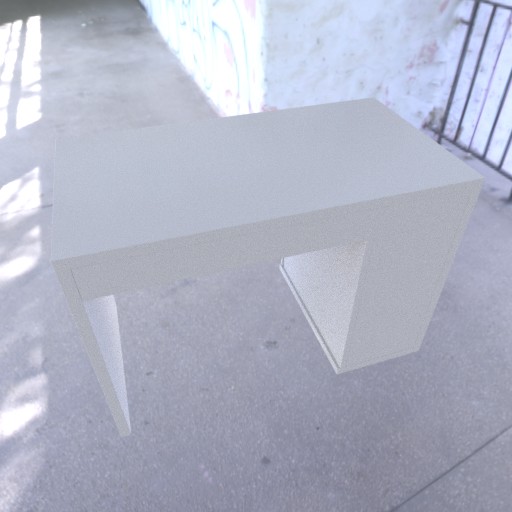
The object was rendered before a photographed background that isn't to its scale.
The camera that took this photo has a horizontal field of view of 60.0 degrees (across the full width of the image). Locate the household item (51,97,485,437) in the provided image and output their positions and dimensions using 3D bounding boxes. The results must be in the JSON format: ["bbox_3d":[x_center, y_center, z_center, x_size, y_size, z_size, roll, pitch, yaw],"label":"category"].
[{"bbox_3d":[0.000,0.000,1.517,1.100,0.749,0.597,-12,42,-14],"label":"household item"}]
